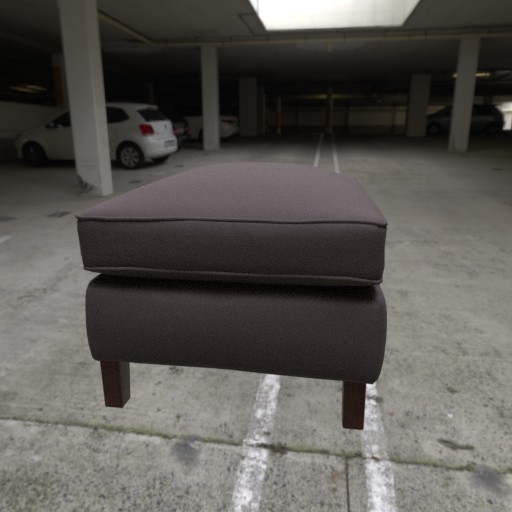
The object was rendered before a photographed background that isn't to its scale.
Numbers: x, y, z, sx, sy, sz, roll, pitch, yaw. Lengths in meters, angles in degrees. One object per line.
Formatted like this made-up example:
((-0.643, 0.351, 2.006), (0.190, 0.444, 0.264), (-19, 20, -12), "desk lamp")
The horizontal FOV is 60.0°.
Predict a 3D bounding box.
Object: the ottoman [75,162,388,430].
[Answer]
((0.000, 0.000, 0.990), (0.508, 0.406, 0.686), (2, 15, 8), "ottoman")
